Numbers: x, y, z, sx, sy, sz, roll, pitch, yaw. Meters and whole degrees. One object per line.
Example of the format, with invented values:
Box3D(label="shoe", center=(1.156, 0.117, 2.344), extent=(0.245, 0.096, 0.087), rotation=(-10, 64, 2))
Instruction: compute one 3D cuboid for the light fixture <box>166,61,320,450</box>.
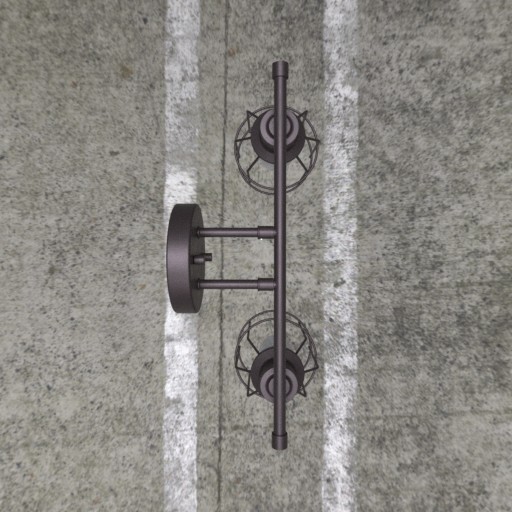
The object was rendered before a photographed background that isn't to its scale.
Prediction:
Box3D(label="light fixture", center=(0.000, 0.000, 0.539), extent=(0.165, 0.254, 0.406), rotation=(0, 92, 1))
